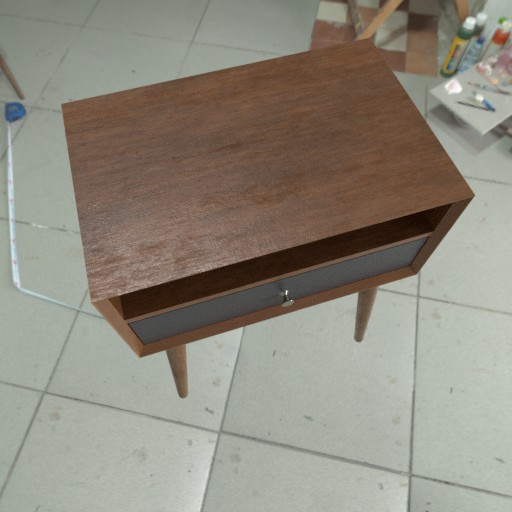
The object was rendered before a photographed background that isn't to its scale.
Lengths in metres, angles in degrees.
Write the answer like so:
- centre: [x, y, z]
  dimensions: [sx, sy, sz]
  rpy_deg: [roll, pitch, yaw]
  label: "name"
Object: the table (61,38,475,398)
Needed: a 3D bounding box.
- centre: [0.000, 0.000, 0.816]
  dimensions: [0.454, 0.580, 0.307]
  rpy_deg: [-16, 63, -8]
  label: "table"
